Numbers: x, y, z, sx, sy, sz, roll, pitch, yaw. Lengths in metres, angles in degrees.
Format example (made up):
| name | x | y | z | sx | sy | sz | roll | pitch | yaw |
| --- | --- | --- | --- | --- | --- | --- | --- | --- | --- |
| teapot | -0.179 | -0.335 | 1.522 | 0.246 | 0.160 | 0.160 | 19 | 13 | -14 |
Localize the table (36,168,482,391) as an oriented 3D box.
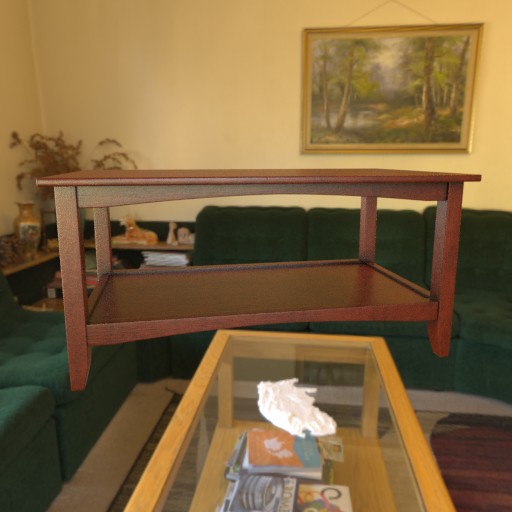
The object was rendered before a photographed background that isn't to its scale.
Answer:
| name | x | y | z | sx | sy | sz | roll | pitch | yaw |
| --- | --- | --- | --- | --- | --- | --- | --- | --- | --- |
| table | 0.000 | 0.000 | 1.221 | 0.943 | 0.456 | 0.533 | -2 | 13 | -11 |
